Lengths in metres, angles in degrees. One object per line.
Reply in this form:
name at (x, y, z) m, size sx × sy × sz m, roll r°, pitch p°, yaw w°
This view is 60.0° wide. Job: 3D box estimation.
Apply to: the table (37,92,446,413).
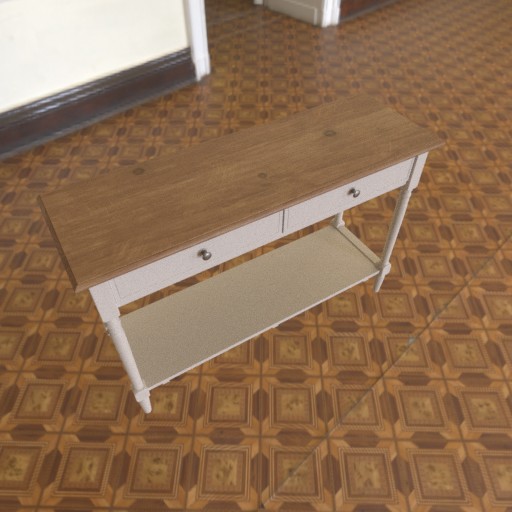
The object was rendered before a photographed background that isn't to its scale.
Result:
table at (0.000, 0.000, 1.642) m, size 1.219 × 0.800 × 0.399 m, roll -24°, pitch 51°, yaw -21°
